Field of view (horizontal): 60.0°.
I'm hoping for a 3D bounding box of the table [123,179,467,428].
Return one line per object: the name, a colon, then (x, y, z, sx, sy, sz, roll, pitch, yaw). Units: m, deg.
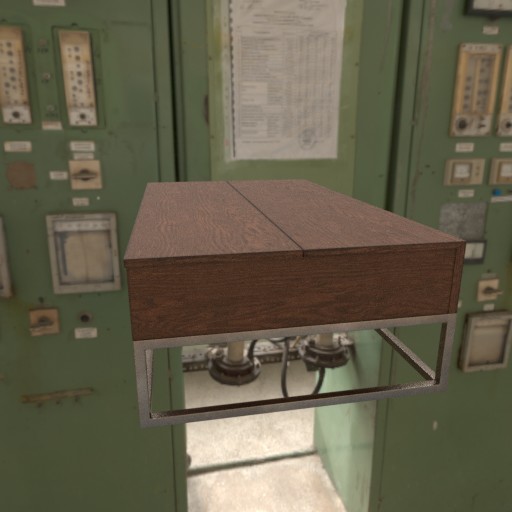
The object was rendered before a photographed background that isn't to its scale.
table: (0.000, 0.000, 1.468, 0.719, 0.361, 1.167, -3, 17, -11)
